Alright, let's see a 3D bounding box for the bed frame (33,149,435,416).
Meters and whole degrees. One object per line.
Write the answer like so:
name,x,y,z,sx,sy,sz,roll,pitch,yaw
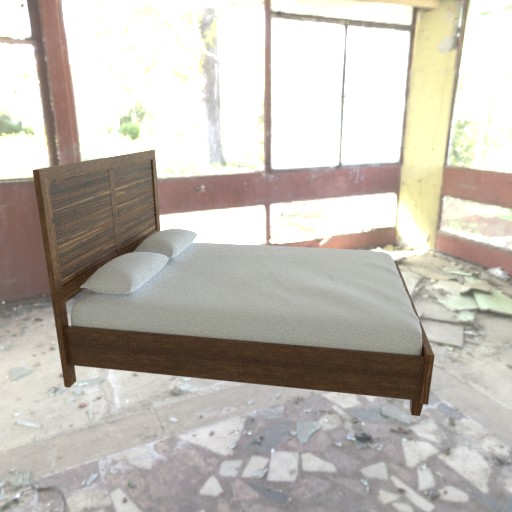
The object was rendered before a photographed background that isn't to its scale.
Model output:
bed frame,0.000,0.000,3.325,2.276,1.417,1.696,3,18,10
